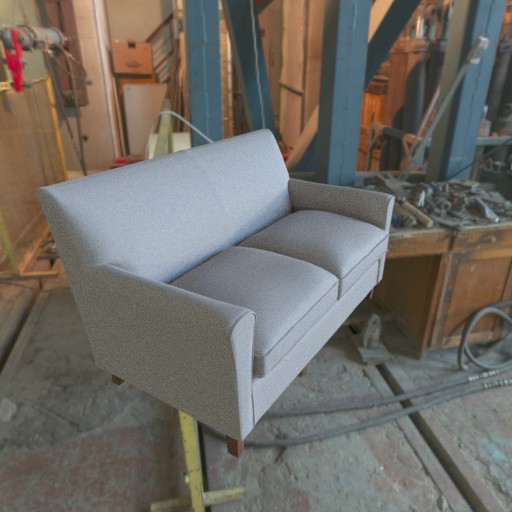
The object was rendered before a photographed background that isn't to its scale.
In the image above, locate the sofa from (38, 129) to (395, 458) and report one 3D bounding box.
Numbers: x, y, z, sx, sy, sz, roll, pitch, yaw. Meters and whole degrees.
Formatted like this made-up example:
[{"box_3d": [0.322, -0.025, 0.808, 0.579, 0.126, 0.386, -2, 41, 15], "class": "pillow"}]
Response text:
[{"box_3d": [0.000, 0.000, 2.082, 0.888, 0.890, 1.482, 16, 30, 30], "class": "sofa"}]
